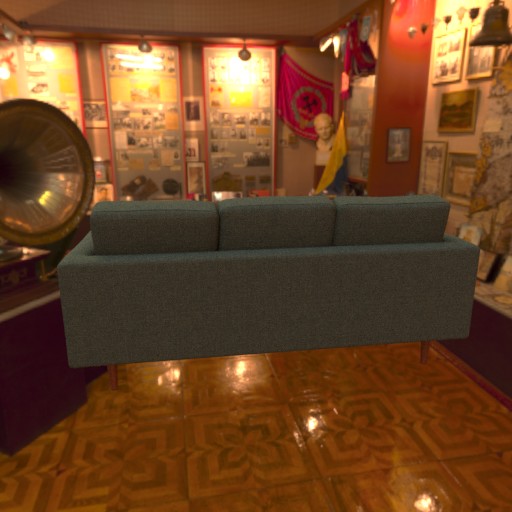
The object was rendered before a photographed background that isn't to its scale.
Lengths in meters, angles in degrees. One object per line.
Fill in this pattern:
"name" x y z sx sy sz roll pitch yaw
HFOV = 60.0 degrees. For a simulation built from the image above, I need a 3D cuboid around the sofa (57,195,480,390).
"sofa" 0.000 0.000 2.941 2.055 0.957 1.667 -2 16 -9
